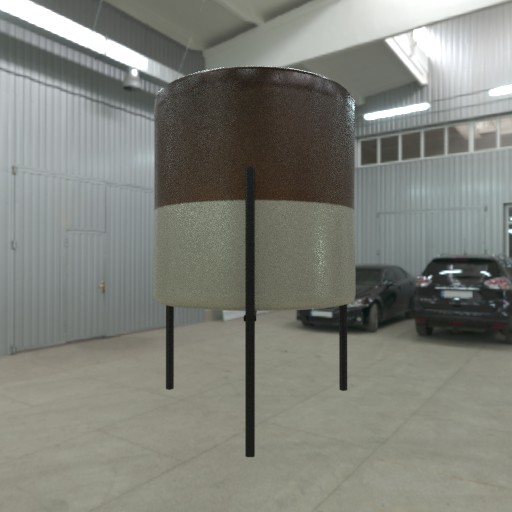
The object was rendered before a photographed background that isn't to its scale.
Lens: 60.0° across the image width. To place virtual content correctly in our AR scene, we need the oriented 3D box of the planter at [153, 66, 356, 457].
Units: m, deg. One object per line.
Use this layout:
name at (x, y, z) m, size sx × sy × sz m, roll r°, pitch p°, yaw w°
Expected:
planter at (0.000, 0.000, 0.546) m, size 0.255 × 0.375 × 0.269 m, roll 0°, pitch 0°, yaw 0°
